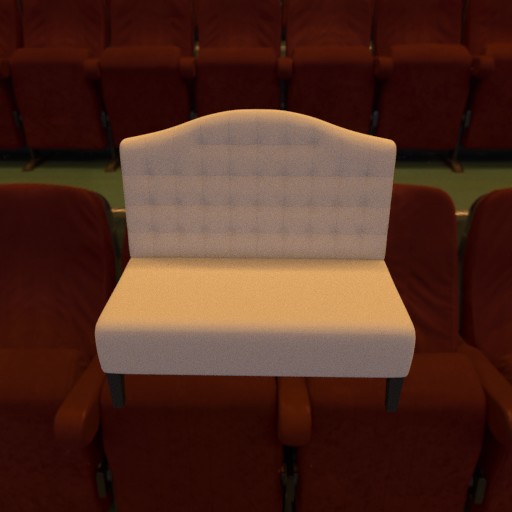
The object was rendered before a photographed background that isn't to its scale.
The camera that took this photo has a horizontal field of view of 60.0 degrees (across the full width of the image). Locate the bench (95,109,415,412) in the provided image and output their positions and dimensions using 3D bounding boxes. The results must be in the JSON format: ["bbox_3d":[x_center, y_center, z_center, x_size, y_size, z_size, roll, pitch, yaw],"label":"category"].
[{"bbox_3d":[0.000,0.000,2.072,1.335,1.180,0.815,1,30,1],"label":"bench"}]
